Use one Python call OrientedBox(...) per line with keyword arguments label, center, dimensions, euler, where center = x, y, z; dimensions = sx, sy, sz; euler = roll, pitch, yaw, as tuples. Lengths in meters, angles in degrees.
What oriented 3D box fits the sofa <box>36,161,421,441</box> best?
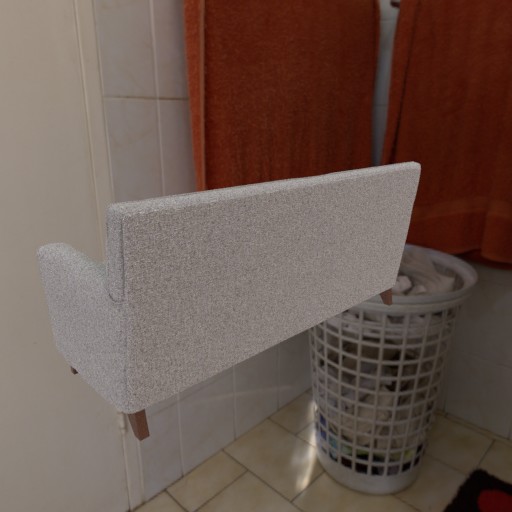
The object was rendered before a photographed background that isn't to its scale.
OrientedBox(label="sofa", center=(0.000, 0.000, 2.430), dimensions=(2.026, 0.942, 0.854), euler=(-16, 24, -41))
